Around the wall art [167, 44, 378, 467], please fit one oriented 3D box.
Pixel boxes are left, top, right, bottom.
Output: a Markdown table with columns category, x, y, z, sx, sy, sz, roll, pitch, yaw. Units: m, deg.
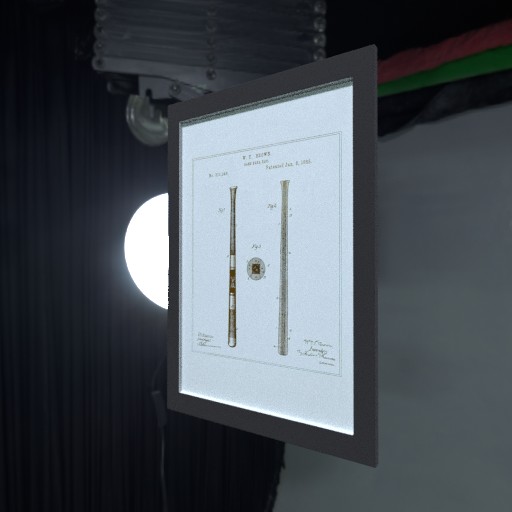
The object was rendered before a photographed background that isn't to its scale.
| category | x | y | z | sx | sy | sz | roll | pitch | yaw |
| --- | --- | --- | --- | --- | --- | --- | --- | --- | --- |
| wall art | 0.000 | 0.000 | 0.667 | 0.374 | 0.529 | 0.012 | 0 | -1 | 36 |
